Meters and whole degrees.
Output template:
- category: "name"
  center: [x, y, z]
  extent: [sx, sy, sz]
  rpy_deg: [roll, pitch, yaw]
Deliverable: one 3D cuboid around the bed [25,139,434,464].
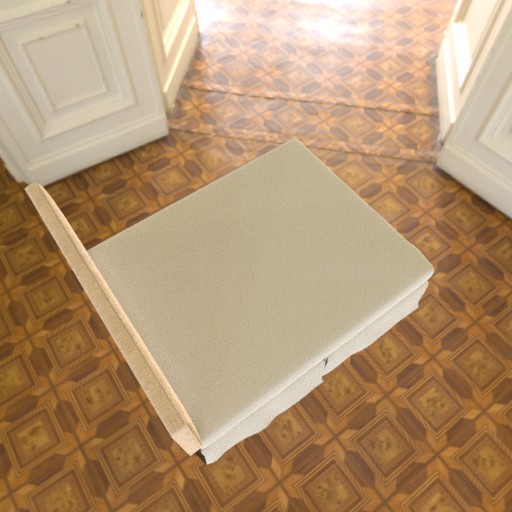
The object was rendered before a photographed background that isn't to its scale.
- category: "bed"
  center: [0.000, 0.000, 2.926]
  extent: [1.978, 1.270, 1.643]
  rpy_deg: [-32, 64, -18]
